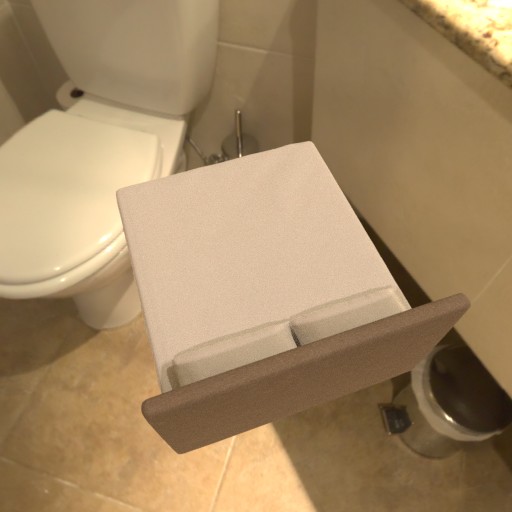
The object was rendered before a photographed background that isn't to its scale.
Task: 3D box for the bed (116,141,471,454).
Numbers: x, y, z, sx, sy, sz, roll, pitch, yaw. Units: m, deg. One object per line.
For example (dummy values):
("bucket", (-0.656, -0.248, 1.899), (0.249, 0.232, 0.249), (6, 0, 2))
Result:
("bed", (0.000, 0.000, 3.638), (2.119, 1.317, 2.341), (-16, 59, -10))
